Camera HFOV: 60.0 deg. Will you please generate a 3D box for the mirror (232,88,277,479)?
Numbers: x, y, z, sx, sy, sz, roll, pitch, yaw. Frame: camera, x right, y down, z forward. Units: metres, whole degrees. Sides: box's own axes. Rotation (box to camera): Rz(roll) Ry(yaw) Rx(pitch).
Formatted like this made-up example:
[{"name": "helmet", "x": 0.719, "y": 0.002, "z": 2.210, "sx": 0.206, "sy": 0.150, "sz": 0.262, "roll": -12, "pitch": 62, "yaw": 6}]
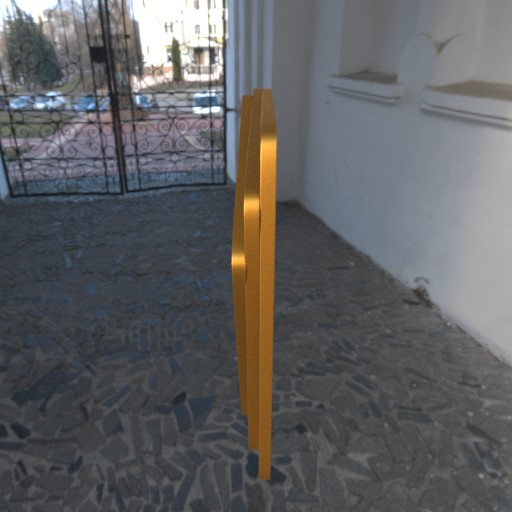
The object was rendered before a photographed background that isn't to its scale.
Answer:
[{"name": "mirror", "x": 0.000, "y": 0.000, "z": 0.695, "sx": 0.045, "sy": 0.468, "sz": 0.470, "roll": 0, "pitch": 25, "yaw": 1}]
